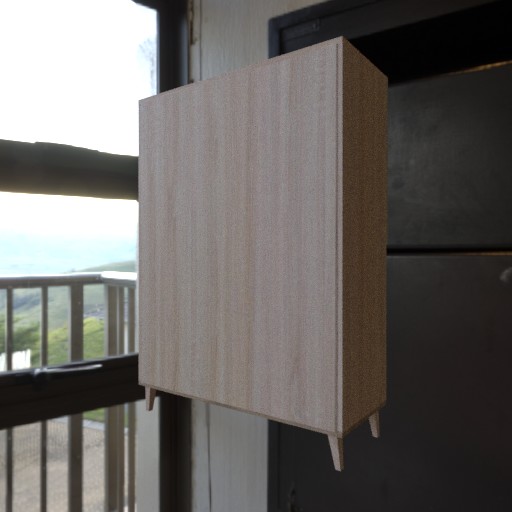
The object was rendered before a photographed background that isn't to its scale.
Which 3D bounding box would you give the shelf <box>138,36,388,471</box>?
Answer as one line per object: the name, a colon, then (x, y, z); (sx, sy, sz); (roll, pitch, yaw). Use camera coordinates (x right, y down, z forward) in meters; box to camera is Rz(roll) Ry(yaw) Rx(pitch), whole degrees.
shelf: (0.000, 0.000, 1.878); (0.995, 1.405, 0.434); (0, 0, 36)
